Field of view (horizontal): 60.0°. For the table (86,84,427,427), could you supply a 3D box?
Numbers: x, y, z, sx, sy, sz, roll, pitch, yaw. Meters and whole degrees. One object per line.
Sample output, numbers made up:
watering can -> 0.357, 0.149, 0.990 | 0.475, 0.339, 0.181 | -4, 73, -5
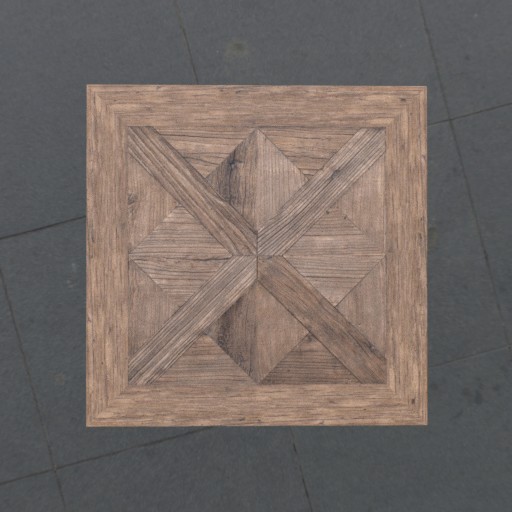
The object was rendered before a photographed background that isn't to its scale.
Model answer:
table -> 0.000, 0.000, 1.175 | 0.700, 0.532, 0.700 | 0, 90, -1
